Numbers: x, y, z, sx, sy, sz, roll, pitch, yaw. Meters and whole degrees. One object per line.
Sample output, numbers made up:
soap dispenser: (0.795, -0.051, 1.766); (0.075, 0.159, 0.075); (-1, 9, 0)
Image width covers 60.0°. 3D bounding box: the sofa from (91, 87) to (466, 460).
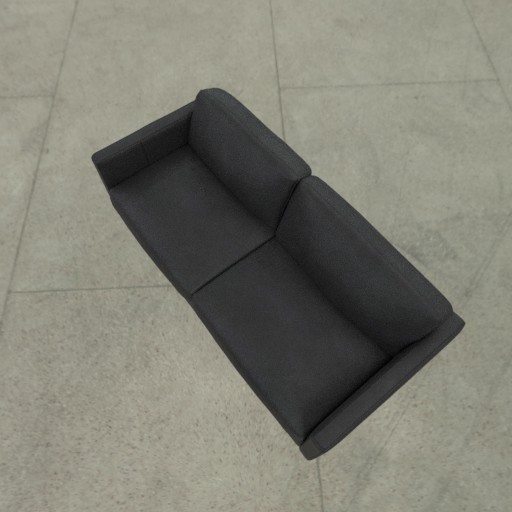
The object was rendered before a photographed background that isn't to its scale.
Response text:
sofa: (0.000, 0.000, 2.455); (0.933, 0.863, 1.971); (-35, 67, -17)
